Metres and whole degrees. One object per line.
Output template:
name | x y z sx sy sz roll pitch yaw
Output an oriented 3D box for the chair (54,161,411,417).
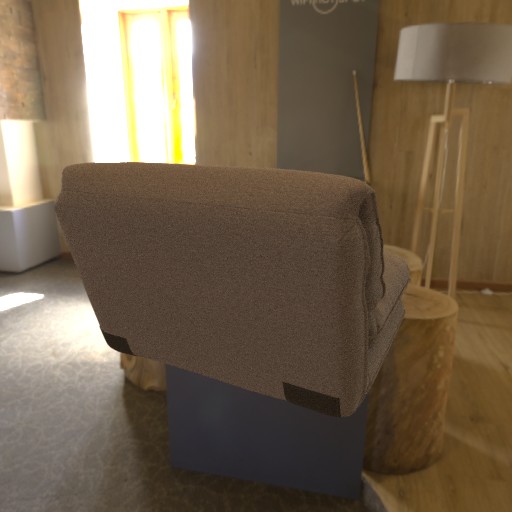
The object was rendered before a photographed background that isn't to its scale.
chair | 0.000 0.000 1.326 0.820 0.580 0.780 9 19 26
